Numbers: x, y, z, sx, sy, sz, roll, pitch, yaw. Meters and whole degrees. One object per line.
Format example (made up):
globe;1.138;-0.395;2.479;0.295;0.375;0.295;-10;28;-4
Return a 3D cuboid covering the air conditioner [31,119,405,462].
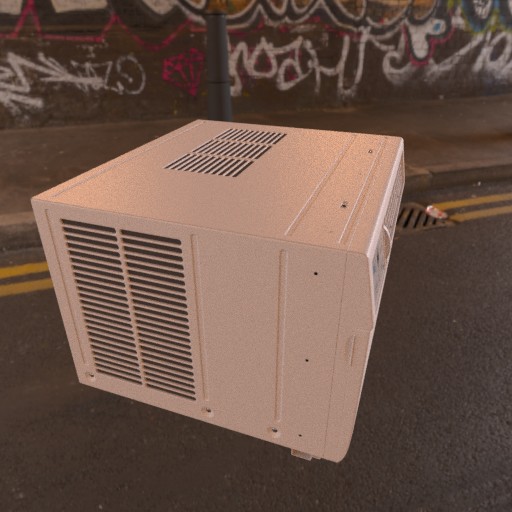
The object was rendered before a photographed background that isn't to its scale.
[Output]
air conditioner;0.000;0.000;1.046;0.599;0.455;0.645;10;31;17
